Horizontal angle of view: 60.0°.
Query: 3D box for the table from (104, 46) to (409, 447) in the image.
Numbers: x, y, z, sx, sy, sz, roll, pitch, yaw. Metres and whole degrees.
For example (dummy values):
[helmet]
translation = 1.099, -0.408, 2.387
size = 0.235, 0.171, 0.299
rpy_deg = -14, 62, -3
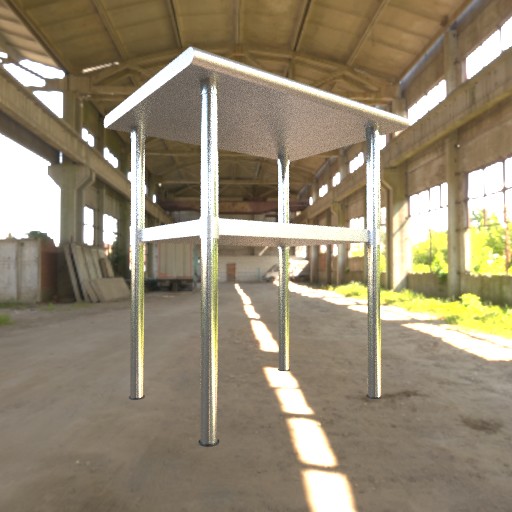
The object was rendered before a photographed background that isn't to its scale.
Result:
[table]
translation = 0.000, 0.000, 1.384
size = 0.762, 0.876, 0.584
rpy_deg = 1, -1, -37
